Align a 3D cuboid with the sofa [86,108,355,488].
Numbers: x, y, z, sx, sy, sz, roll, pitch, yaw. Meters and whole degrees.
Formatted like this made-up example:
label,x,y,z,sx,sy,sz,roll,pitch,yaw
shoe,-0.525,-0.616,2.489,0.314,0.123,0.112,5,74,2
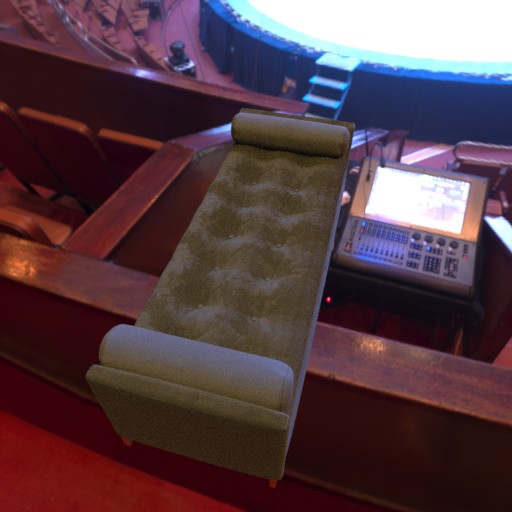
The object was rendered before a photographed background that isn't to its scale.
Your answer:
label,x,y,z,sx,sy,sz,roll,pitch,yaw
sofa,0.000,0.000,2.468,0.796,0.705,2.102,11,48,10
